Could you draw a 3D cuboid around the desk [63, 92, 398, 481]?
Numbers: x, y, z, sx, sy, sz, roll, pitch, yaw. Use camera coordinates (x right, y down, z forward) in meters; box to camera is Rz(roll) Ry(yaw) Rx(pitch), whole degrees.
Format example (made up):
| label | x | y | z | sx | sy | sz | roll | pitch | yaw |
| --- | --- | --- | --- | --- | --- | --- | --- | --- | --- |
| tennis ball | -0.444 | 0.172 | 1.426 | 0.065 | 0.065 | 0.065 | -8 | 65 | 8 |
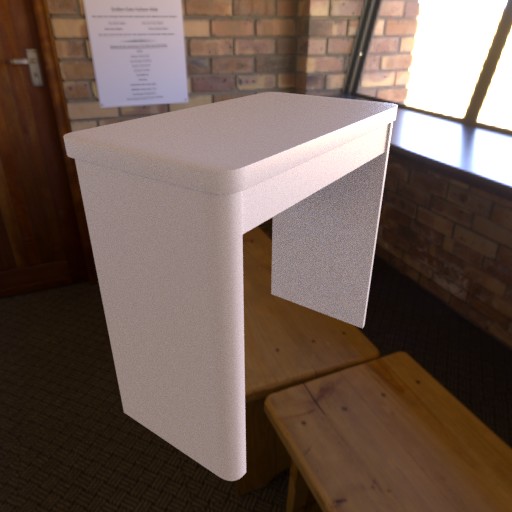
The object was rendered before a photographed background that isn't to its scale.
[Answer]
| label | x | y | z | sx | sy | sz | roll | pitch | yaw |
| --- | --- | --- | --- | --- | --- | --- | --- | --- | --- |
| desk | 0.000 | 0.000 | 1.251 | 0.446 | 0.760 | 0.790 | 18 | 33 | 31 |
